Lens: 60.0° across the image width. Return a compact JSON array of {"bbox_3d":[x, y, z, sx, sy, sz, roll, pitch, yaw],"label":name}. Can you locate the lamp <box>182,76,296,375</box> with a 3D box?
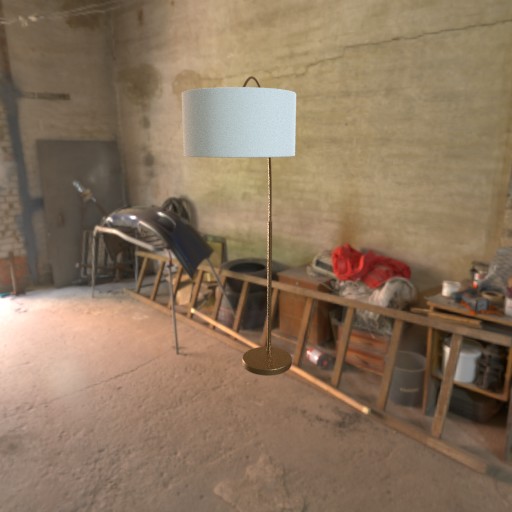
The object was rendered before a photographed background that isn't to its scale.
[{"bbox_3d":[0.000,0.000,2.577,0.493,1.927,1.434,2,14,9],"label":"lamp"}]
